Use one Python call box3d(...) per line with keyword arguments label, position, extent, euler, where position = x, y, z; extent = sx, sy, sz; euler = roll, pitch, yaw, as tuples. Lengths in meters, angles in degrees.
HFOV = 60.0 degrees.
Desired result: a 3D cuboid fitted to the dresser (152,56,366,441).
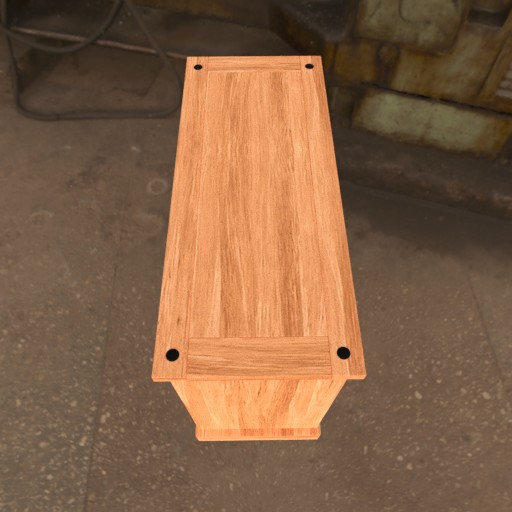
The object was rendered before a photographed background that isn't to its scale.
box3d(label="dresser", position=(0.000, 0.000, 1.415), extent=(0.410, 0.740, 0.990), euler=(-1, 59, 0))
